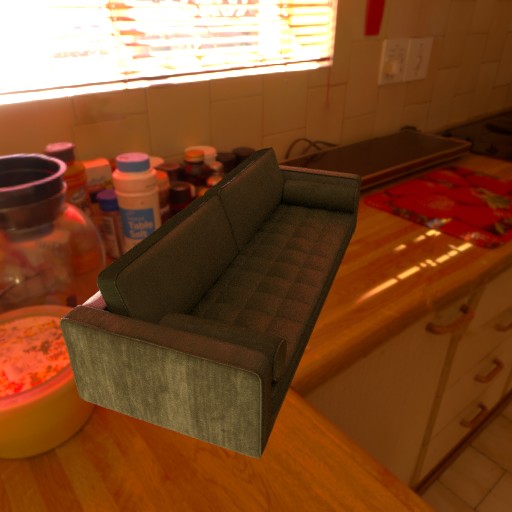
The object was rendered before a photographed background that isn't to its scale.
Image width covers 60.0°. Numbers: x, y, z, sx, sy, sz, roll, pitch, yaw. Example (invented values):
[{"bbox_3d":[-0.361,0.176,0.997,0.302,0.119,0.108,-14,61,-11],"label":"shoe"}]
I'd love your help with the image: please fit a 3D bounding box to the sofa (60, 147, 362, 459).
[{"bbox_3d":[0.000,0.000,2.654,0.918,0.769,2.199,11,32,18],"label":"sofa"}]
